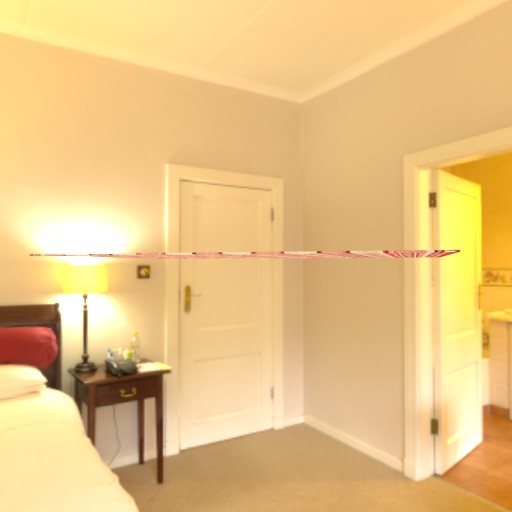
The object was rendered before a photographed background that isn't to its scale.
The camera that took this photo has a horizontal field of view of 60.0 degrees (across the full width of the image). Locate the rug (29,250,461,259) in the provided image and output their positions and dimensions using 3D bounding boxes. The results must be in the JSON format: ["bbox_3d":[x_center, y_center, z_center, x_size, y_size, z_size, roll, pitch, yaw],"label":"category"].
[{"bbox_3d":[0.000,0.000,3.048,2.431,0.010,1.535,0,-1,20],"label":"rug"}]
